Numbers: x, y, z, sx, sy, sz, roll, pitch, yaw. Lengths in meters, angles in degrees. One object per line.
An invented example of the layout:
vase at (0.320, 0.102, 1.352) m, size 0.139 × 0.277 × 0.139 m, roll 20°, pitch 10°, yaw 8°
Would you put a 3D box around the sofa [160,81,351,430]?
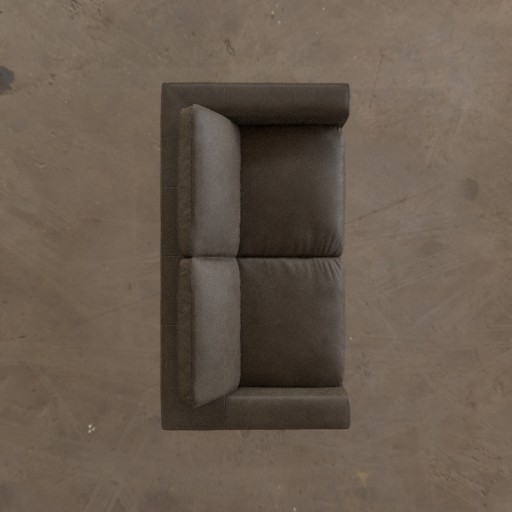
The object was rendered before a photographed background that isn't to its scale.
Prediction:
sofa at (0.000, 0.000, 2.585) m, size 1.070 × 0.800 × 1.920 m, roll 0°, pitch 90°, yaw 0°
